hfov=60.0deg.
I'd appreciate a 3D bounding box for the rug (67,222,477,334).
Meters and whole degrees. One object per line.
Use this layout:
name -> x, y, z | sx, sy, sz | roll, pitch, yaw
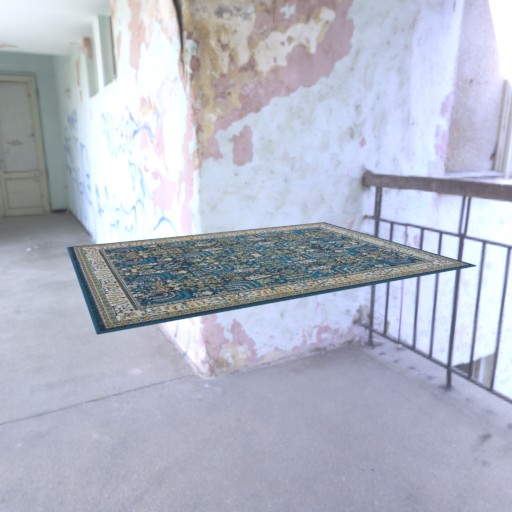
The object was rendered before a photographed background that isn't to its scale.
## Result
rug -> 0.000, 0.000, 4.040 | 3.044, 0.015, 2.226 | -7, 16, -25
